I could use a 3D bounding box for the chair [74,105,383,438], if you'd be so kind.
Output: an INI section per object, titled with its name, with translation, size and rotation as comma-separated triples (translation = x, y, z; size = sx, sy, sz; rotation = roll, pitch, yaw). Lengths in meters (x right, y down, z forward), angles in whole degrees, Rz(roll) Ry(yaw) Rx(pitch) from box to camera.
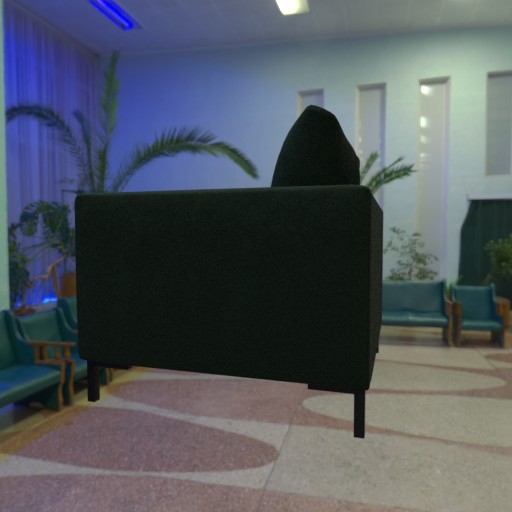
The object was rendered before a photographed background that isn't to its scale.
[chair]
translation = 0.000, 0.000, 1.621
size = 0.866, 0.861, 0.963
rotation = 1, 3, 18
